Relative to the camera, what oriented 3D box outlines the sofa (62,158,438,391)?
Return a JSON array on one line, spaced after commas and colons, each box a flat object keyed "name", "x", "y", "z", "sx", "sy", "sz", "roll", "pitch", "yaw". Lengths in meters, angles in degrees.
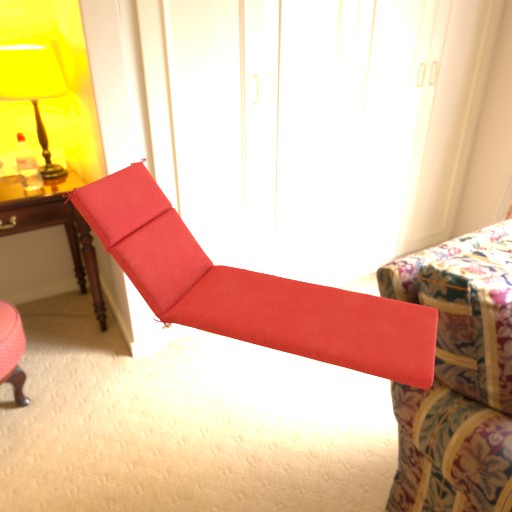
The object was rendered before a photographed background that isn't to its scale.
[{"name": "sofa", "x": 0.000, "y": 0.000, "z": 2.049, "sx": 1.663, "sy": 0.622, "sz": 0.582, "roll": 11, "pitch": 30, "yaw": 19}]
